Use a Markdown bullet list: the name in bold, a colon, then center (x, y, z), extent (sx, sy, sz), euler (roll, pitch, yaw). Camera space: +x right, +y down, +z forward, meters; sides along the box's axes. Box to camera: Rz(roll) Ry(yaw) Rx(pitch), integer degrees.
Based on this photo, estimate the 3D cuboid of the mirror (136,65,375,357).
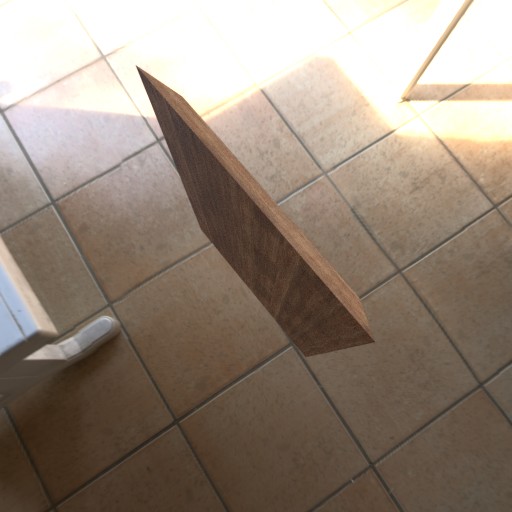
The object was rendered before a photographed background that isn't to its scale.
- **mirror**: center (0.000, 0.000, 1.251), extent (0.047, 1.010, 0.651), euler (-38, 79, -9)
